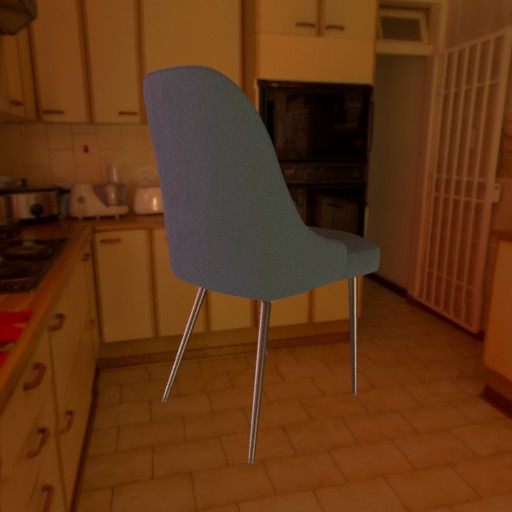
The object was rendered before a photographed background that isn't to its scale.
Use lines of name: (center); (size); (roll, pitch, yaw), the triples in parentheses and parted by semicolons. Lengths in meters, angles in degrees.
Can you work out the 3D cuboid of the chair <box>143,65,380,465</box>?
chair: (0.000, 0.000, 1.219); (0.559, 0.896, 0.478); (-13, 19, -43)
